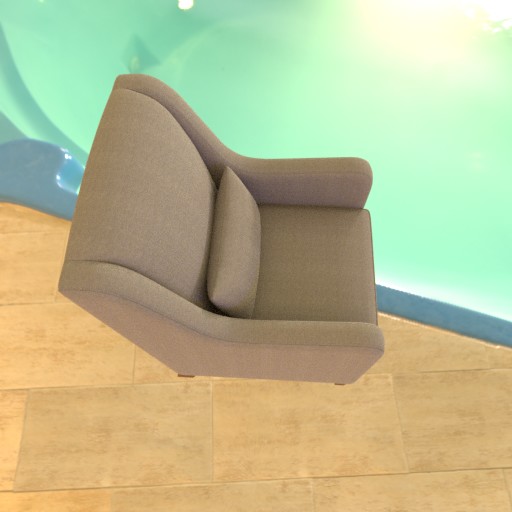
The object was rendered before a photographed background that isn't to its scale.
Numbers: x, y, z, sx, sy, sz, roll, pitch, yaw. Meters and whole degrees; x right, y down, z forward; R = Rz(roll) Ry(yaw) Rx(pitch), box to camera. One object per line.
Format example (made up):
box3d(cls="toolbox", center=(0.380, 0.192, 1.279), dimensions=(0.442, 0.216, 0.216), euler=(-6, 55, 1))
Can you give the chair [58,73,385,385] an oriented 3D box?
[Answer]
box3d(cls="chair", center=(0.000, 0.000, 1.582), dimensions=(0.890, 1.017, 0.715), euler=(3, 64, 2))
